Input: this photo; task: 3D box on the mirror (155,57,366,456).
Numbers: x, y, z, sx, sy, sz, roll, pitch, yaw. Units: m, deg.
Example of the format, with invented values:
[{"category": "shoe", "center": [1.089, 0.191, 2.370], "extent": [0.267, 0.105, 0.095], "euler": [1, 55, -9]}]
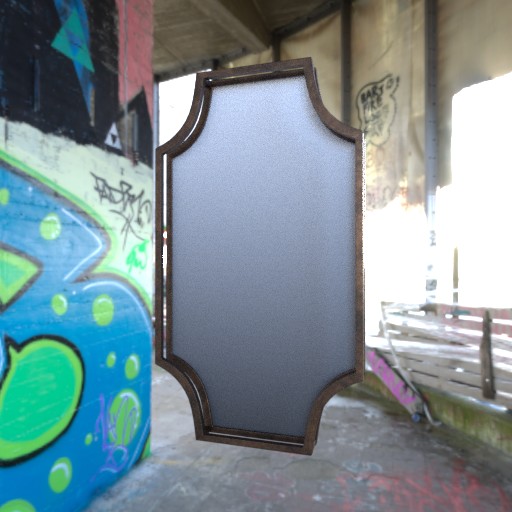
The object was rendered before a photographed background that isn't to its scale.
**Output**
[{"category": "mirror", "center": [0.000, 0.000, 0.971], "extent": [0.462, 0.811, 0.066], "euler": [0, 0, 18]}]
